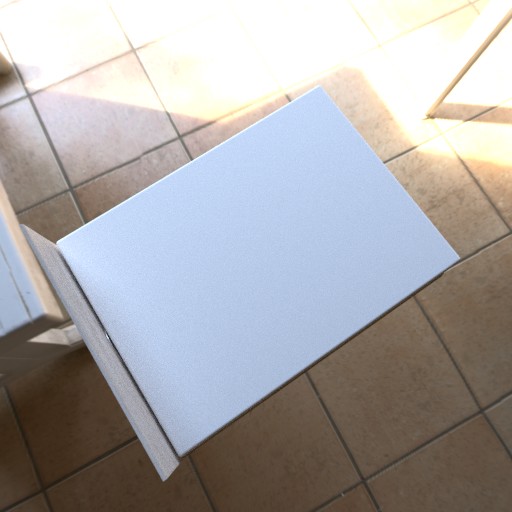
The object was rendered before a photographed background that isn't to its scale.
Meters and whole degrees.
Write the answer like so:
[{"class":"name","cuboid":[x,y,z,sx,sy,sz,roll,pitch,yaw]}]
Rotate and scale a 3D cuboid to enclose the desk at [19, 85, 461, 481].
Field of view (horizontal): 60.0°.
[{"class":"desk","cuboid":[0.000,0.000,2.578,1.900,0.800,1.400,-33,78,-8]}]
